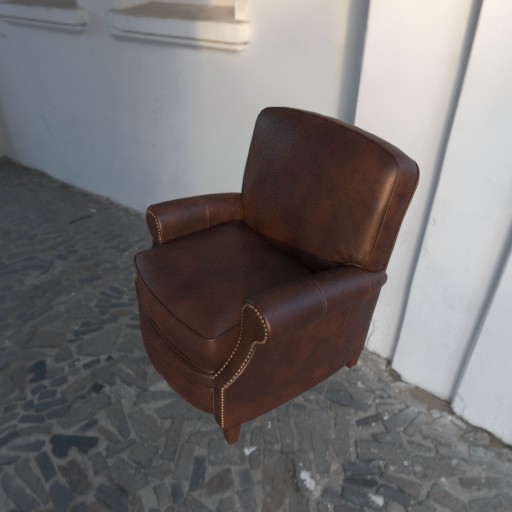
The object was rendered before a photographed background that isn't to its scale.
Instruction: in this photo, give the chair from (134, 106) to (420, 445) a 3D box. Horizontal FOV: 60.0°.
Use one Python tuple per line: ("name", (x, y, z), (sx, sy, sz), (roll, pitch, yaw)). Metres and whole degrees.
("chair", (0.000, 0.000, 1.808), (0.986, 1.018, 0.936), (-21, 39, -29))
